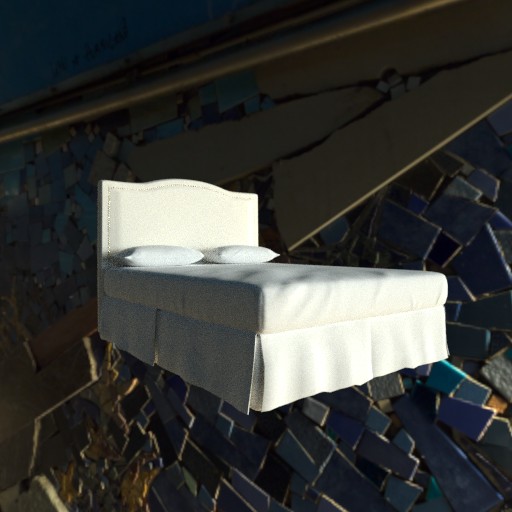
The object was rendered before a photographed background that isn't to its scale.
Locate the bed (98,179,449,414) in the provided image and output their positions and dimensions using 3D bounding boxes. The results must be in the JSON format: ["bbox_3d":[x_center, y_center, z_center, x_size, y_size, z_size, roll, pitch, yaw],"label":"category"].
[{"bbox_3d":[0.000,0.000,3.466,1.821,1.436,2.282,-1,2,-38],"label":"bed"}]
